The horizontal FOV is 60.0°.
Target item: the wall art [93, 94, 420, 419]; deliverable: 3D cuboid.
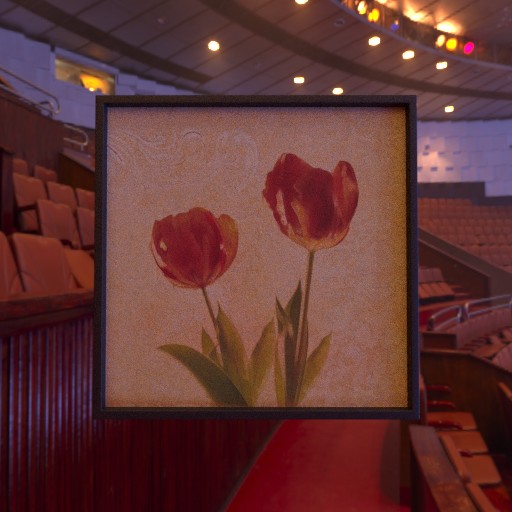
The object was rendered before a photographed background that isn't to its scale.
[{"bbox_3d":[0.000,0.000,1.120,0.805,0.807,0.043,0,-1,0],"label":"wall art"}]
